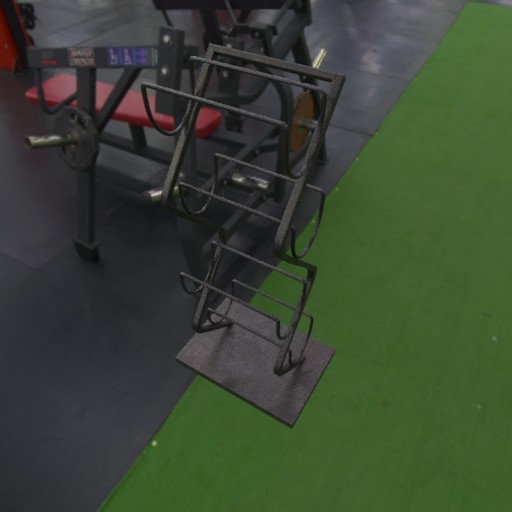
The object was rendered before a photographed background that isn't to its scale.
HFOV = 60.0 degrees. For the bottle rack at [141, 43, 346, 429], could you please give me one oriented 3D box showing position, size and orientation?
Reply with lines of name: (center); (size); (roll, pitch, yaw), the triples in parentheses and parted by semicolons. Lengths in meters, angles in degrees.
bottle rack: (0.000, 0.000, 0.667); (0.254, 0.559, 0.178); (23, 49, 22)
